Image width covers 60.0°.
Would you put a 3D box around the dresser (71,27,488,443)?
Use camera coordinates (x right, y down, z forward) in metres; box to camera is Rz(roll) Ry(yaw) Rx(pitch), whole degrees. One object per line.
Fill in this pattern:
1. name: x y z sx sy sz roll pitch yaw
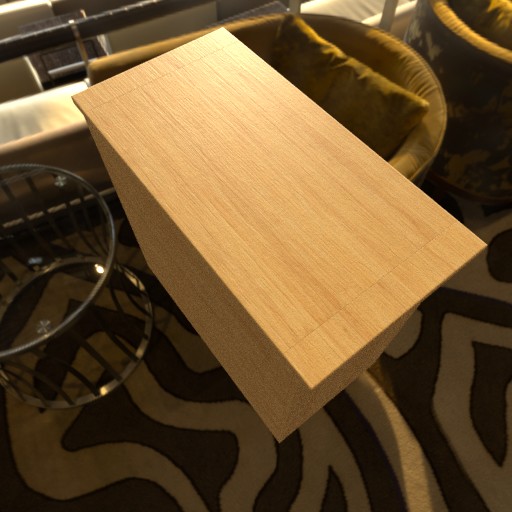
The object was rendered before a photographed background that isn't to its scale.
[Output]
1. dresser: 0.000 0.000 1.187 0.410 0.730 0.800 -34 65 -18
